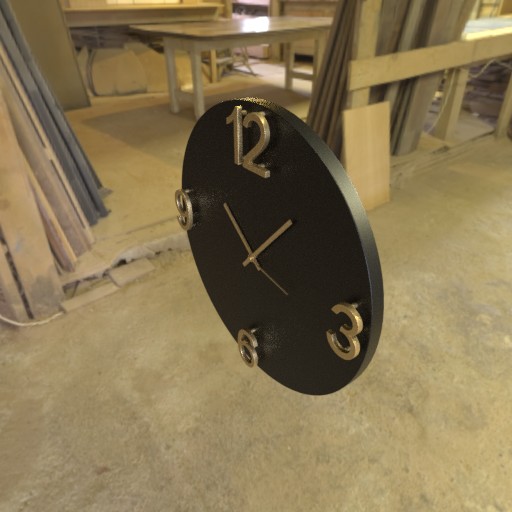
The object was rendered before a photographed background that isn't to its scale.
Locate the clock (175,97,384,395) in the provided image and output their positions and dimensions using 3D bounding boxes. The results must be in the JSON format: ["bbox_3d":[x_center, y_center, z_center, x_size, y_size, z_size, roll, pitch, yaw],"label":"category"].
[{"bbox_3d":[0.000,0.000,0.675,0.038,0.454,0.454,-22,38,-30],"label":"clock"}]
